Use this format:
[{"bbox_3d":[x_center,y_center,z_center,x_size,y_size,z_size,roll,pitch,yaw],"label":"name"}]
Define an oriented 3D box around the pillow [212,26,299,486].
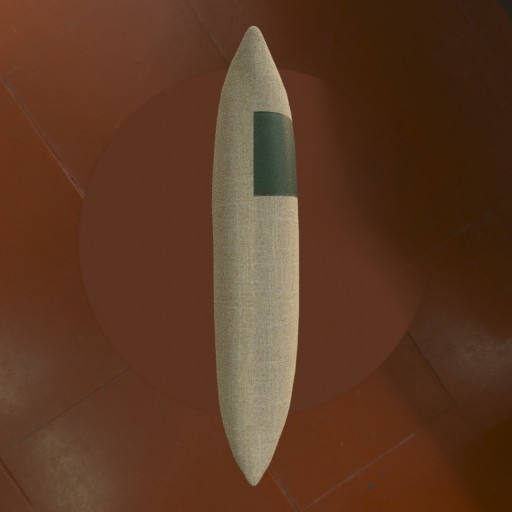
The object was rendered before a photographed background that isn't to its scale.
[{"bbox_3d":[0.000,0.000,1.035,0.197,0.429,0.859,0,92,0],"label":"pillow"}]
